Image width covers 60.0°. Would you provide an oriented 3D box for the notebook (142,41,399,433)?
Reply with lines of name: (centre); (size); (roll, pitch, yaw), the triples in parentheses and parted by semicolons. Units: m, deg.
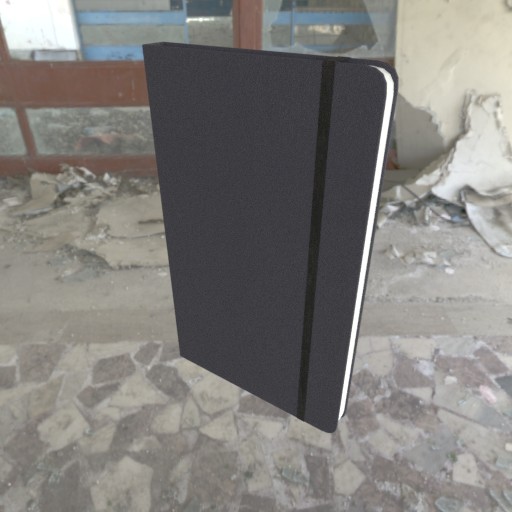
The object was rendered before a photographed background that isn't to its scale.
notebook: (0.000, 0.000, 0.252); (0.127, 0.213, 0.016); (19, 37, 28)
